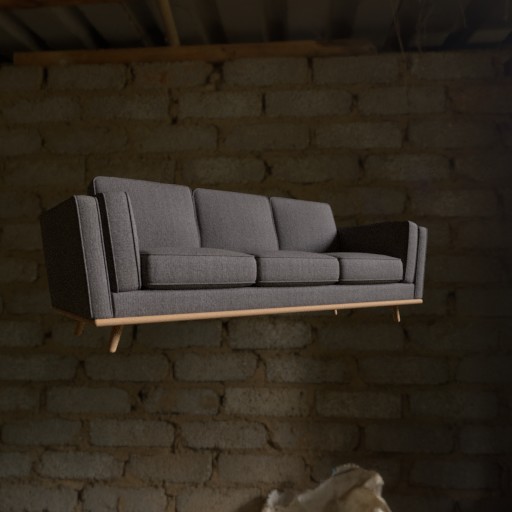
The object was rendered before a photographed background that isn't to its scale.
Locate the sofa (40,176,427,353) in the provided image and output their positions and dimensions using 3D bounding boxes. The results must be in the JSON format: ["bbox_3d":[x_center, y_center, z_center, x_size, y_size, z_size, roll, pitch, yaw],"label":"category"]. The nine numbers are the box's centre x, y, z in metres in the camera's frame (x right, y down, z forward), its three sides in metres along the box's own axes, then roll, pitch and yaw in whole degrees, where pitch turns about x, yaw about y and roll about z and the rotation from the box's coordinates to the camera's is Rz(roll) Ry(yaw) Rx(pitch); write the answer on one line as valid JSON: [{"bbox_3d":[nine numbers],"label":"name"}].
[{"bbox_3d":[0.000,0.000,2.779,2.362,0.899,0.903,1,-2,-35],"label":"sofa"}]
